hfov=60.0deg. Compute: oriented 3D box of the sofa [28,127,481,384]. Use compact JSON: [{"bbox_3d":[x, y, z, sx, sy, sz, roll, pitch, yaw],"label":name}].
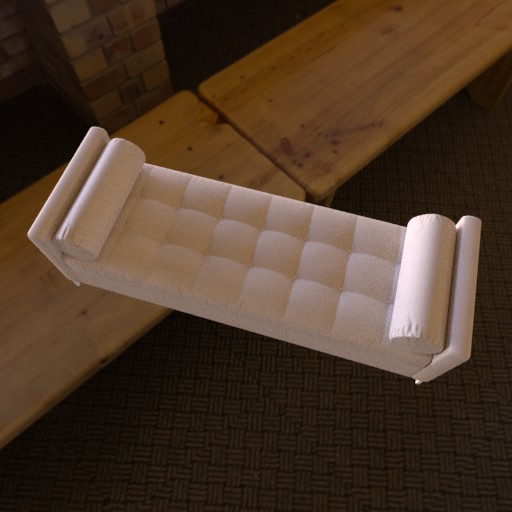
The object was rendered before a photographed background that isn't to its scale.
[{"bbox_3d":[0.000,0.000,2.294,1.981,0.635,0.686,15,65,7],"label":"sofa"}]
